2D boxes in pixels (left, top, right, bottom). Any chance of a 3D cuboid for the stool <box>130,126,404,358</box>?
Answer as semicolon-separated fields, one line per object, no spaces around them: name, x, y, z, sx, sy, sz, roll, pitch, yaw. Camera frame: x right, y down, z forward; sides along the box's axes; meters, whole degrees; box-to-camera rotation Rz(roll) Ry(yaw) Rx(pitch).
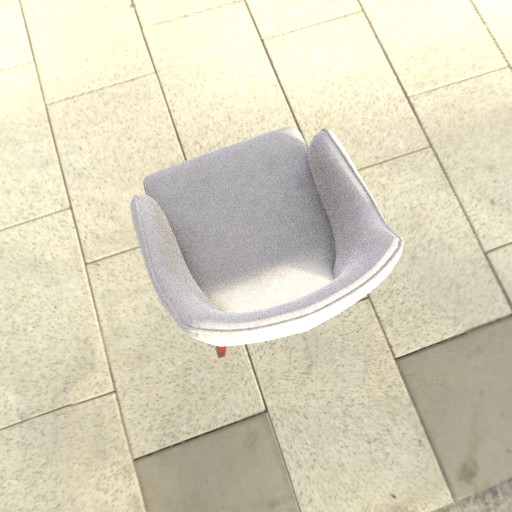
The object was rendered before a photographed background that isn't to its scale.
stool;0.000;0.000;1.318;0.548;1.012;0.558;-21;76;-5
